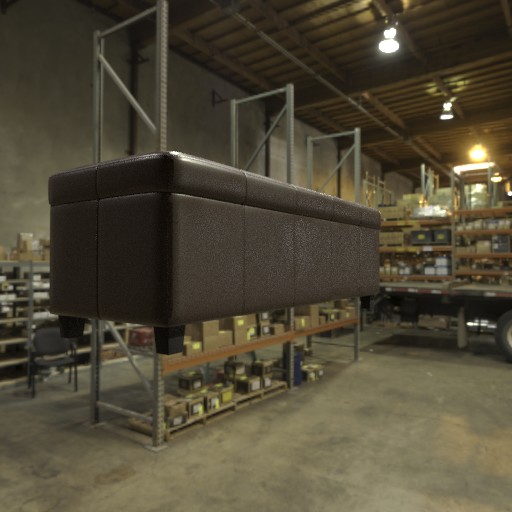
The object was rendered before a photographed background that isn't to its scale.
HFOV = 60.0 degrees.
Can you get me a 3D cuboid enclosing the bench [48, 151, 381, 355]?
[{"bbox_3d":[0.000,0.000,1.464,0.450,0.417,1.219,-1,-1,35],"label":"bench"}]
